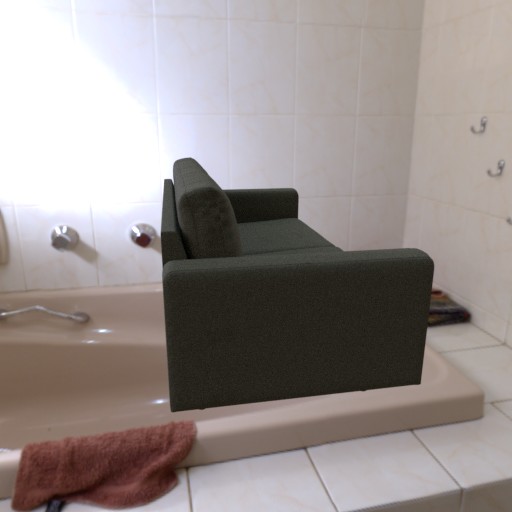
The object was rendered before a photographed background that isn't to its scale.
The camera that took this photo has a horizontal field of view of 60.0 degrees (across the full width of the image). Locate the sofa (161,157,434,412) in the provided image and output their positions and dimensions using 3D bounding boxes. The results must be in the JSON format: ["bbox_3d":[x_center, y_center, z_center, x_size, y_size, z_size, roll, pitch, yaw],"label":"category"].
[{"bbox_3d":[0.000,0.000,2.234,0.889,0.897,1.730,-3,17,-10],"label":"sofa"}]
